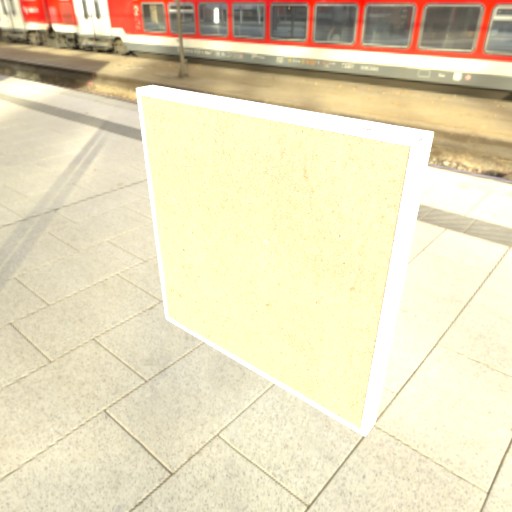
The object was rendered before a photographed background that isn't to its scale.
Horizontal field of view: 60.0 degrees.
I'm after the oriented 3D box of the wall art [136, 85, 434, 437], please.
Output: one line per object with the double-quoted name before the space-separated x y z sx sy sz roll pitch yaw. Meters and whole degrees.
"wall art" 0.000 0.000 0.774 0.508 0.508 0.038 22 37 33
